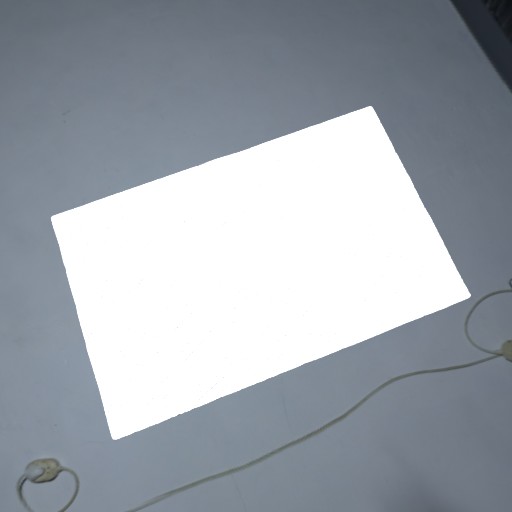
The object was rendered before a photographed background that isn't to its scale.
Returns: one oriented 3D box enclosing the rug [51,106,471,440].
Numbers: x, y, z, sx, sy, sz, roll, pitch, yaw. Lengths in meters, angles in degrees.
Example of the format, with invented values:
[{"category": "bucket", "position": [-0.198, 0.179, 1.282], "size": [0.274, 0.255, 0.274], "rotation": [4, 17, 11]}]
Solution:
[{"category": "rug", "position": [0.000, 0.000, 2.979], "size": [2.442, 0.010, 1.546], "rotation": [-20, 75, -6]}]
